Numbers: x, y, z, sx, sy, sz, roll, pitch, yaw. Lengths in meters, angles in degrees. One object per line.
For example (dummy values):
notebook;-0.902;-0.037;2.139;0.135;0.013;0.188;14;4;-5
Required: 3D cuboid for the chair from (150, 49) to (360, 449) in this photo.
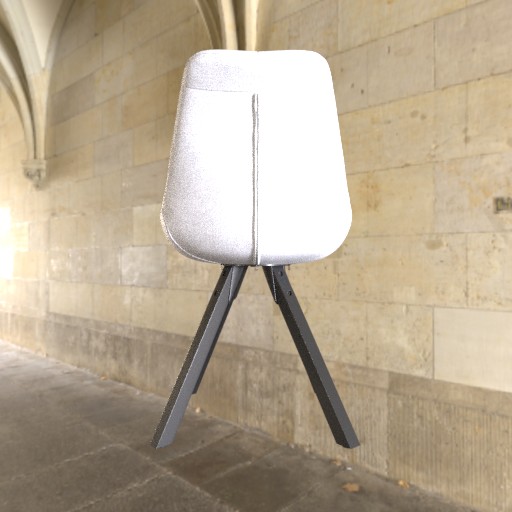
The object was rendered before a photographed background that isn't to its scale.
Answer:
chair;0.000;0.000;1.166;0.485;0.850;0.550;0;-1;-1
